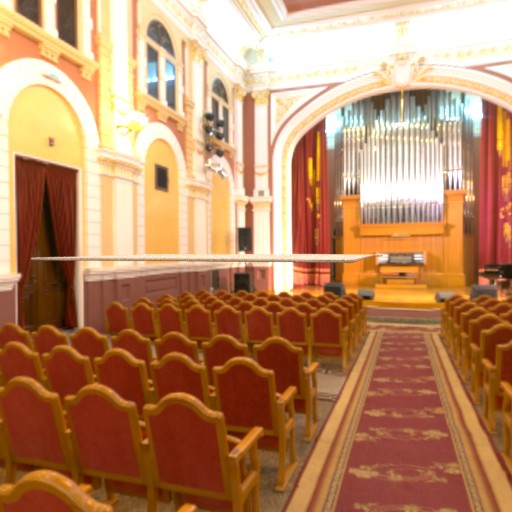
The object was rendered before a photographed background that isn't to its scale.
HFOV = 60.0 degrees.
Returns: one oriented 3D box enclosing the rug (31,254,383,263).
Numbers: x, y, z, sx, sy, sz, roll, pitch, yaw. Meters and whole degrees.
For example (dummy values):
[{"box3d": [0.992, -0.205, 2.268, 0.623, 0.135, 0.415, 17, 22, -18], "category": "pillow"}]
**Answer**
[{"box3d": [0.000, 0.000, 3.048, 1.574, 0.029, 2.346, 0, 1, 19], "category": "rug"}]
